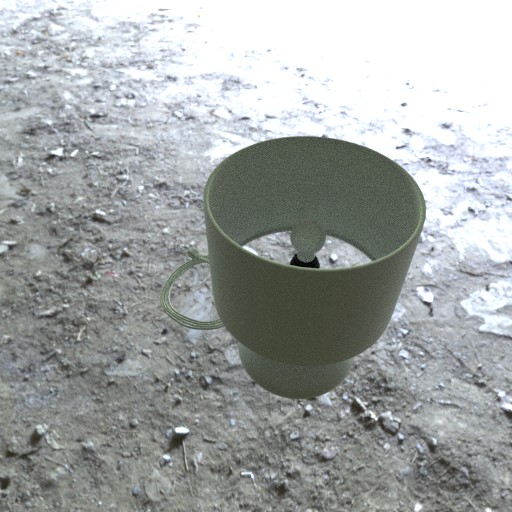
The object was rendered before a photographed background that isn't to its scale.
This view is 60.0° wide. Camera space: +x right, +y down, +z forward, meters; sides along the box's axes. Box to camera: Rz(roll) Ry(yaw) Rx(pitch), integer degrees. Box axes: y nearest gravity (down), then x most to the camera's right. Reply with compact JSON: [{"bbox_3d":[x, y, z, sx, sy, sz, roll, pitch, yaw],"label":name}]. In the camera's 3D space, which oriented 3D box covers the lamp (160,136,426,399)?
[{"bbox_3d":[0.000,0.000,0.849,0.401,0.457,0.546,-11,46,-11],"label":"lamp"}]
